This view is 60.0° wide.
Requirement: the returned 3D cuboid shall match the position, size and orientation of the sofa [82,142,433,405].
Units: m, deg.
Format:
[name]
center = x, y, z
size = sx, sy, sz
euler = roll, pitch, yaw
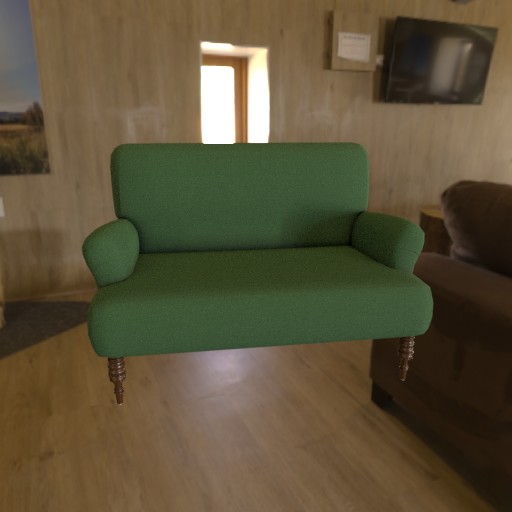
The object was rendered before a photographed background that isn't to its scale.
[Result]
[sofa]
center = 0.000, 0.000, 1.836
size = 1.297, 0.889, 0.779
euler = -2, 16, -8
